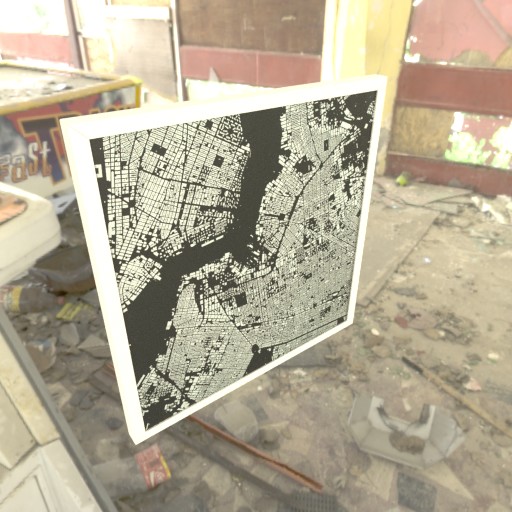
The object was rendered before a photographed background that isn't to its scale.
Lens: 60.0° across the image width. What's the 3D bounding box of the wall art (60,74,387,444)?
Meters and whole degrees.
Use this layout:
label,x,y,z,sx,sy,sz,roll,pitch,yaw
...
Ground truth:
label,x,y,z,sx,sy,sz,roll,pitch,yaw
wall art,0.000,0.000,1.085,0.761,0.762,0.050,-21,36,-31
